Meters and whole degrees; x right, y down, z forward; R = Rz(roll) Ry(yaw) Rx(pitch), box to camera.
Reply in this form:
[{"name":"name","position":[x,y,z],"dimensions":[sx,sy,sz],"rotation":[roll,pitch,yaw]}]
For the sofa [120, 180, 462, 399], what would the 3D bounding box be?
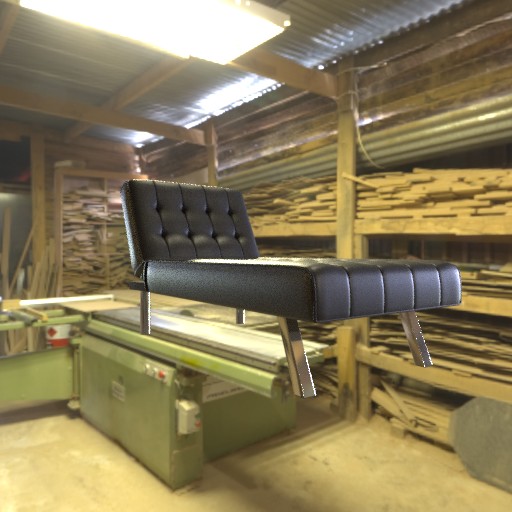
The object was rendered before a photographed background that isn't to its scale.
[{"name":"sofa","position":[0.000,0.000,2.034],"dimensions":[0.760,0.820,1.560],"rotation":[0,0,-36]}]
